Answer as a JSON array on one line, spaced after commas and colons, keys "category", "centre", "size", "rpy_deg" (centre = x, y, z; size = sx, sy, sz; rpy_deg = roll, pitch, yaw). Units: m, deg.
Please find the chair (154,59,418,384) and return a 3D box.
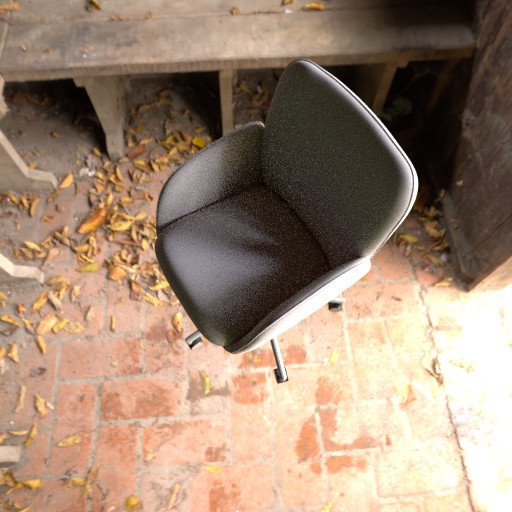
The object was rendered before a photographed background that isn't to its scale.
[{"category": "chair", "centre": [0.000, 0.000, 1.392], "size": [0.633, 0.959, 0.648], "rpy_deg": [-30, 68, -13]}]
